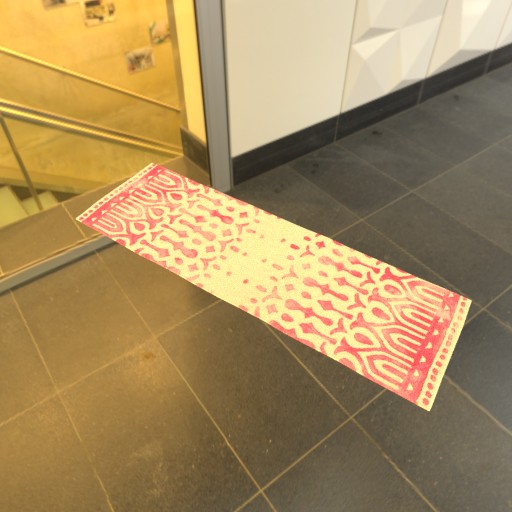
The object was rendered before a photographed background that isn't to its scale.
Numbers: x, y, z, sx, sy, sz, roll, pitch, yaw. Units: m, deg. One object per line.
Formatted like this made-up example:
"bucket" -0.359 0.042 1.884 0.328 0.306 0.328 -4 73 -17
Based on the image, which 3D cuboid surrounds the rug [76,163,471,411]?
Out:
"rug" 0.000 0.000 2.759 2.458 0.011 0.787 26 51 23
